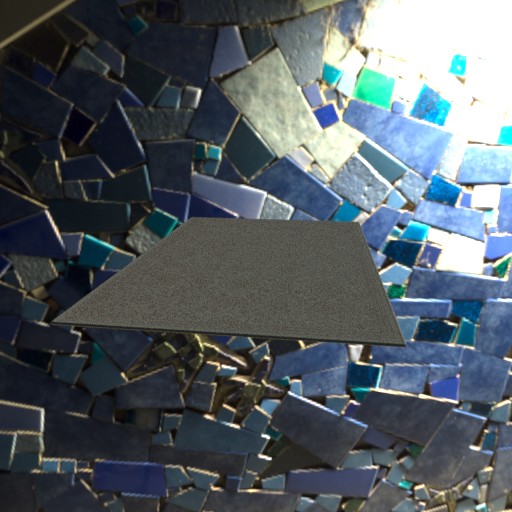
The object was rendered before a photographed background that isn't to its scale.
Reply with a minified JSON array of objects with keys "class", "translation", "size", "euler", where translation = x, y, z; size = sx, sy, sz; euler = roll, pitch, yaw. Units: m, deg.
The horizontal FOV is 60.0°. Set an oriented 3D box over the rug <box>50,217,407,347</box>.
[{"class":"rug","translation":[0.000,0.000,2.347],"size":[1.219,0.010,1.829],"euler":[2,17,8]}]
